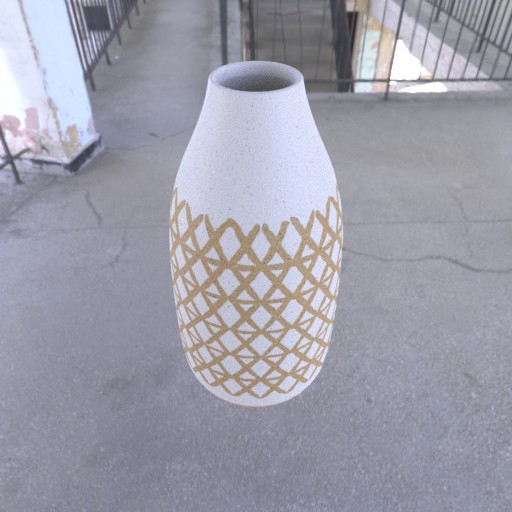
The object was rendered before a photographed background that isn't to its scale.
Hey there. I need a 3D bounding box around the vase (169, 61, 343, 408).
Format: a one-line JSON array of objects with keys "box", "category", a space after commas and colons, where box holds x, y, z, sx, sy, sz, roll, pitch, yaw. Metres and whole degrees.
[{"box": [0.000, 0.000, 0.477, 0.186, 0.380, 0.186, 0, 41, 0], "category": "vase"}]
